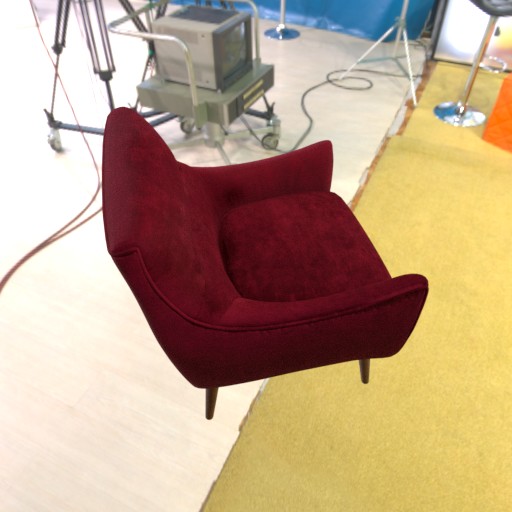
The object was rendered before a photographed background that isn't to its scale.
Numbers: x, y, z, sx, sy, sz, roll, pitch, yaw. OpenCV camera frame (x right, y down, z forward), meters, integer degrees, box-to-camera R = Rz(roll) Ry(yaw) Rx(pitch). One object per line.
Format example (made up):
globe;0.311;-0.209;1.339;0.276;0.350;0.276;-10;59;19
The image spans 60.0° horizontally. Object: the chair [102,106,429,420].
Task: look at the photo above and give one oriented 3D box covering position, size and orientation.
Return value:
chair;0.000;0.000;1.433;0.787;0.838;0.762;-10;46;-10
